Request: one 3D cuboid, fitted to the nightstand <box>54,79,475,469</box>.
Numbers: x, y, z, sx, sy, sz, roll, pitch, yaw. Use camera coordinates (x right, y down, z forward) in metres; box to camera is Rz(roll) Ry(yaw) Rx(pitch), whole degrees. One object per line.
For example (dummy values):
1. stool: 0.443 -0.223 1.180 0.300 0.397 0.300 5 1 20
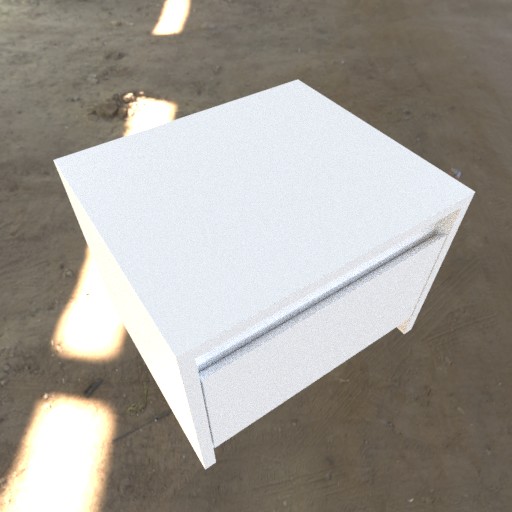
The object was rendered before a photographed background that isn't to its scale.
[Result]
1. nightstand: 0.000 0.000 0.779 0.470 0.351 0.408 -26 53 -22
